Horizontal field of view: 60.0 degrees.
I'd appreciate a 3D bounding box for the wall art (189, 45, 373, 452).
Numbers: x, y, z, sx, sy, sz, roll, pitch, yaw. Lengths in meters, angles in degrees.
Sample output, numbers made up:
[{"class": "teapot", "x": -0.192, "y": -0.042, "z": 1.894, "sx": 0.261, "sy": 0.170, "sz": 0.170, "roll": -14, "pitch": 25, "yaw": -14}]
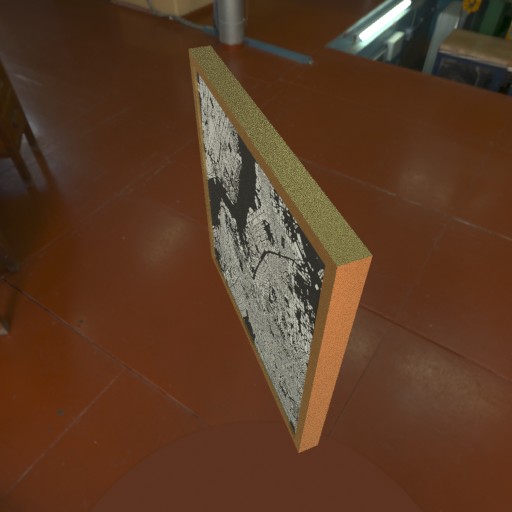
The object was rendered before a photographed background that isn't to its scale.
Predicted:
[{"class": "wall art", "x": 0.000, "y": 0.000, "z": 1.930, "sx": 0.095, "sy": 1.284, "sz": 1.284, "roll": -16, "pitch": 50, "yaw": -14}]
